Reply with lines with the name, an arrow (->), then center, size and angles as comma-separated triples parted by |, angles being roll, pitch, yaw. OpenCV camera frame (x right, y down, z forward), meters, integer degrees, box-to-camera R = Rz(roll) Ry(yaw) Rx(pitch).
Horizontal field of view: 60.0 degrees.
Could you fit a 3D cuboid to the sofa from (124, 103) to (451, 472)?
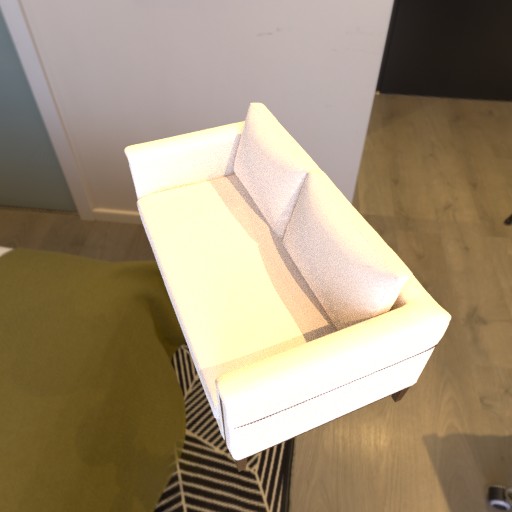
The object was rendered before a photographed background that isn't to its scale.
sofa -> 0.000, 0.000, 2.166 | 0.905, 0.873, 1.598 | -17, 49, -16
